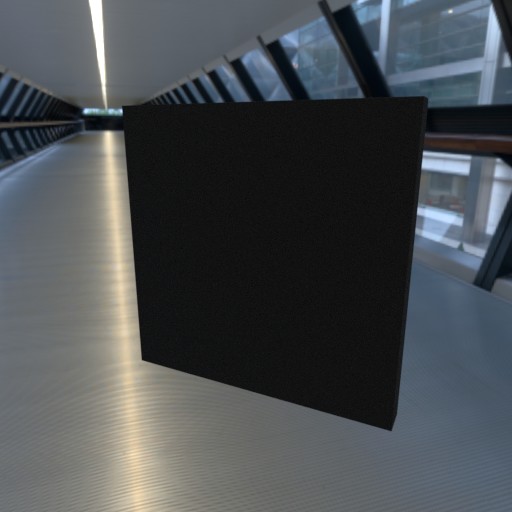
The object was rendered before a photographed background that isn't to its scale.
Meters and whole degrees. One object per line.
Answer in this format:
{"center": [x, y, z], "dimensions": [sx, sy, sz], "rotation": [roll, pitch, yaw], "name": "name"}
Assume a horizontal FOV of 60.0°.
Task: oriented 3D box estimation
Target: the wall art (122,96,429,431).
{"center": [0.000, 0.000, 0.465], "dimensions": [0.308, 0.305, 0.030], "rotation": [8, 18, 26], "name": "wall art"}
